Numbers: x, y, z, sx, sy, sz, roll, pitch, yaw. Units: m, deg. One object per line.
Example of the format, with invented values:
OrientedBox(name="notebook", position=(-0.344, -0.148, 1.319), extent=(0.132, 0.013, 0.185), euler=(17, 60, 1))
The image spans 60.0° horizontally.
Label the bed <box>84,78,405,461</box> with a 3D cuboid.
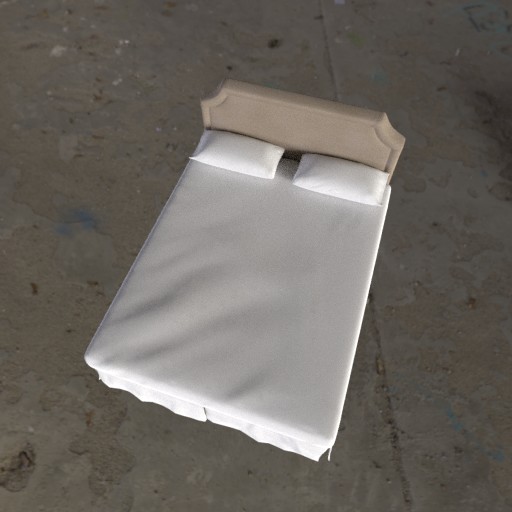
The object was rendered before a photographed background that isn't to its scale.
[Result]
OrientedBox(name="bed", position=(0.000, 0.000, 3.594), extent=(1.977, 1.293, 2.498), euler=(16, 60, 9))
